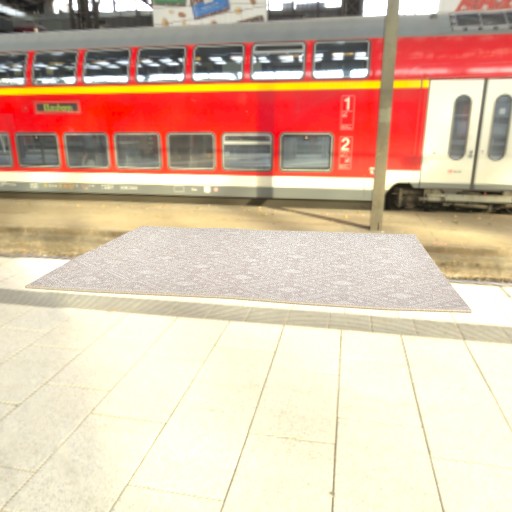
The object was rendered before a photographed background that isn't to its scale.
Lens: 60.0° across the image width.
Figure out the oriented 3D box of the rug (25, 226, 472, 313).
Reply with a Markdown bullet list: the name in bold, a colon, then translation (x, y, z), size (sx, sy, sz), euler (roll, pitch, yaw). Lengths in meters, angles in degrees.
- **rug**: translation (0.000, 0.000, 2.368), size (1.829, 0.034, 1.252), euler (3, 16, 9)
